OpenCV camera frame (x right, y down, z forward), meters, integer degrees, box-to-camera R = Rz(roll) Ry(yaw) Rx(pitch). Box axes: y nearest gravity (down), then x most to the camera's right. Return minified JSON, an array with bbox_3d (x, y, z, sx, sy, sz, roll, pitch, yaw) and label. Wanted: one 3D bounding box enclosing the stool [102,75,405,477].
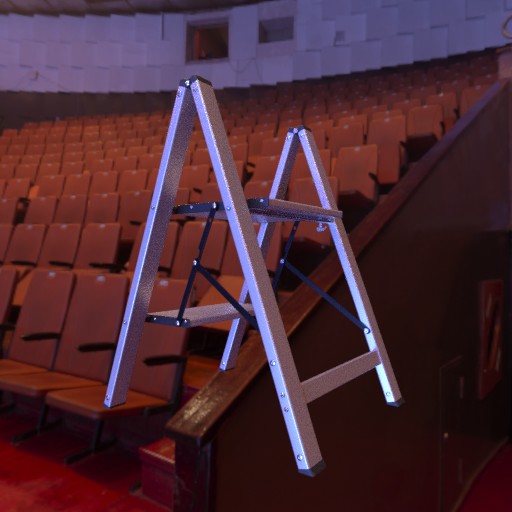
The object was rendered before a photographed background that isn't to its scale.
[{"bbox_3d":[0.000,0.000,1.003,0.535,0.670,0.440,0,0,36],"label":"stool"}]
